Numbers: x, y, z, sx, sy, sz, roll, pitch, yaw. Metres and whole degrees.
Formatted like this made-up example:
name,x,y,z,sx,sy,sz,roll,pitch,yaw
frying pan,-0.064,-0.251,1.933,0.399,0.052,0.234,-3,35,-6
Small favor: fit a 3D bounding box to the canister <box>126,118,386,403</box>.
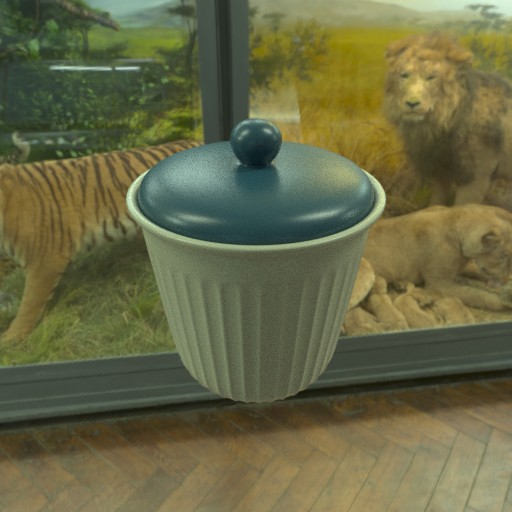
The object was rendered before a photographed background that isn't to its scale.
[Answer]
name,x,y,z,sx,sy,sz,roll,pitch,yaw
canister,0.000,0.000,0.348,0.181,0.211,0.181,0,31,0
